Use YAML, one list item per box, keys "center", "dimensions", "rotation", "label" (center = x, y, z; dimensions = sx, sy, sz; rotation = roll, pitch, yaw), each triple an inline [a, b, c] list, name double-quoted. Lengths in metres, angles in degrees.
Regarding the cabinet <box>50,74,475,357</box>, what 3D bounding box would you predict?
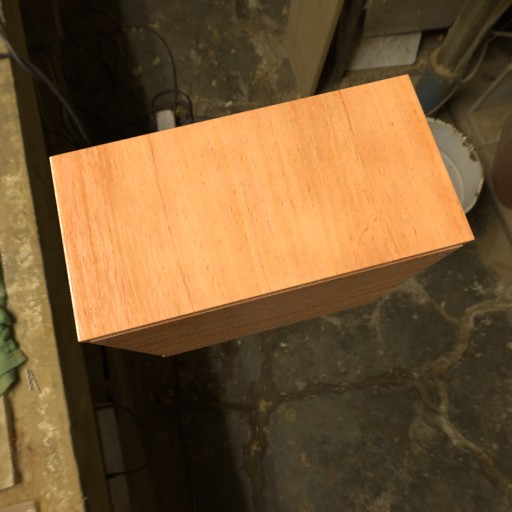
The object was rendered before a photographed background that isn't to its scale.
- center: [0.000, 0.000, 1.396]
  dimensions: [0.800, 1.001, 0.419]
  rotation: [-14, 76, -4]
  label: "cabinet"
